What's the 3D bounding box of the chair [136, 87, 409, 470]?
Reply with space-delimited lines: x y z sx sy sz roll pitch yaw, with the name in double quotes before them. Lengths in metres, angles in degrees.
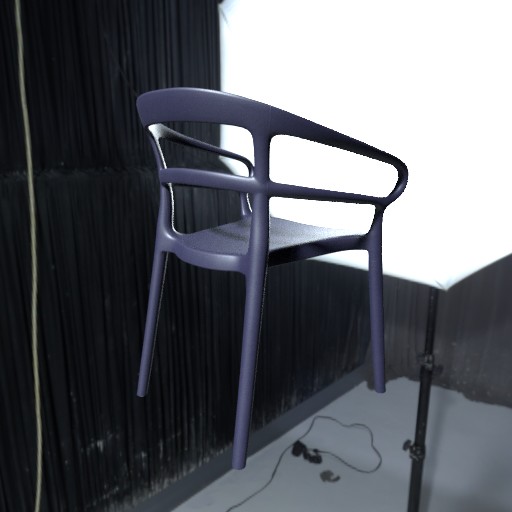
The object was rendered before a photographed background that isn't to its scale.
"chair" 0.000 0.000 1.134 0.527 0.761 0.559 -13 19 -43
